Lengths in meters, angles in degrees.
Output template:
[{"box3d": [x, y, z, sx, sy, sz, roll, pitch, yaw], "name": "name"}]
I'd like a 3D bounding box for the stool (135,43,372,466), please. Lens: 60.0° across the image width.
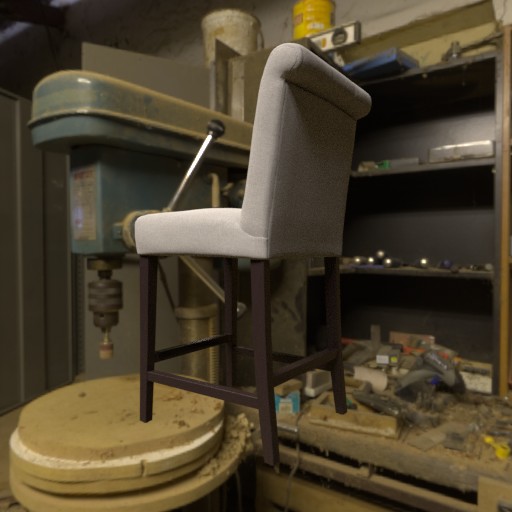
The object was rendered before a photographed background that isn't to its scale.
[{"box3d": [0.000, 0.000, 1.393, 0.601, 1.040, 0.493, 1, 2, 36], "name": "stool"}]
